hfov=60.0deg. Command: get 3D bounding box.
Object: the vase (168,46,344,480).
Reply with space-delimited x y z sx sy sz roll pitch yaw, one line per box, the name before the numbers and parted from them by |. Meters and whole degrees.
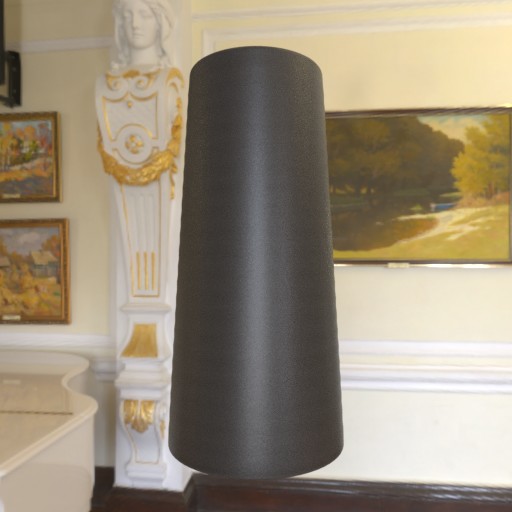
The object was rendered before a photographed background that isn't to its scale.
vase | 0.000 0.000 0.354 0.136 0.289 0.136 0 -1 19
